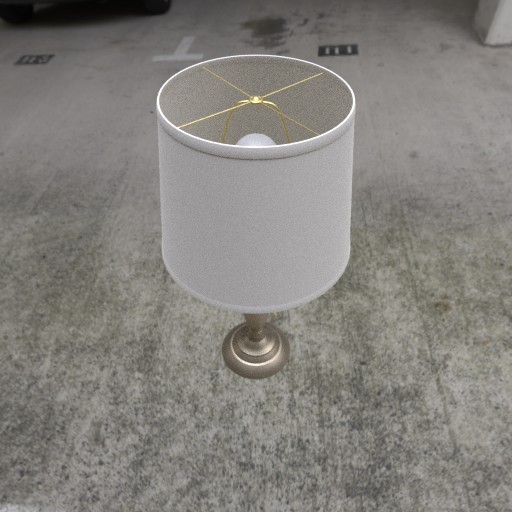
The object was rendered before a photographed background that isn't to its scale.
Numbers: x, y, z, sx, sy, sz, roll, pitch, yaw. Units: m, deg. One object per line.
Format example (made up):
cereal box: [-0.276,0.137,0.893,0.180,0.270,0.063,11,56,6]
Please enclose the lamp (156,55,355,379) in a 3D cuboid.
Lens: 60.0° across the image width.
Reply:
lamp: [0.000,0.000,0.812,0.328,0.619,0.328,0,46,0]
